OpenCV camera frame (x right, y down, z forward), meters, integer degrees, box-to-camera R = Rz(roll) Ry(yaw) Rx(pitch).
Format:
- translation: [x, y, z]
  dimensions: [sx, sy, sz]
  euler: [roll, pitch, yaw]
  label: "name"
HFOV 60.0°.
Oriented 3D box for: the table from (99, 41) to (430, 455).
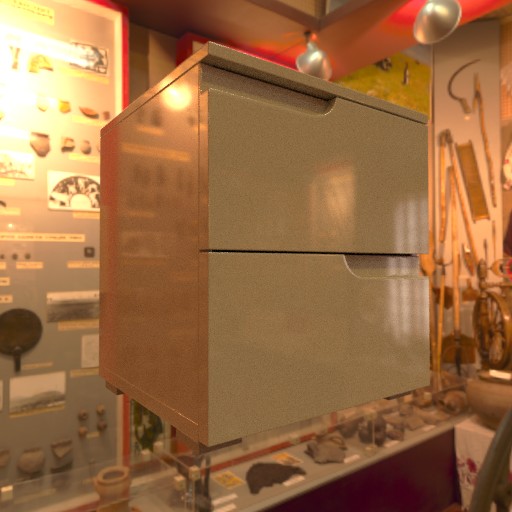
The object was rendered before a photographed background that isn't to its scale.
- translation: [0.000, 0.000, 0.775]
  dimensions: [0.420, 0.470, 0.400]
  euler: [1, -1, -36]
  label: "table"
